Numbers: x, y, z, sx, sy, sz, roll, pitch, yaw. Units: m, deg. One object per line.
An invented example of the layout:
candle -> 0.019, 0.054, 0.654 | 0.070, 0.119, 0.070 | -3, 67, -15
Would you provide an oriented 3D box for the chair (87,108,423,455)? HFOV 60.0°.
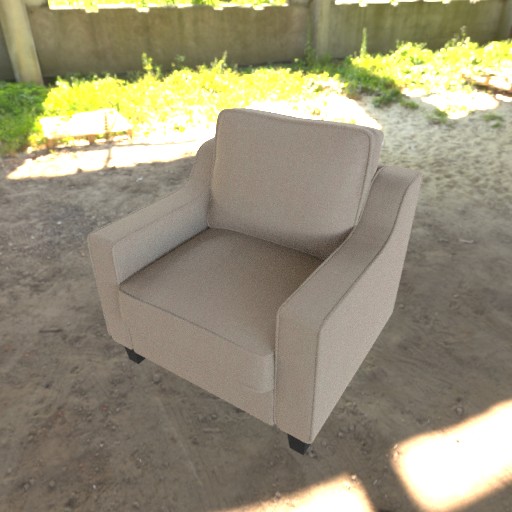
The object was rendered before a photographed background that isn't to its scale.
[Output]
chair -> 0.000, 0.000, 1.694 | 0.922, 0.948, 0.882 | 18, 35, 28
